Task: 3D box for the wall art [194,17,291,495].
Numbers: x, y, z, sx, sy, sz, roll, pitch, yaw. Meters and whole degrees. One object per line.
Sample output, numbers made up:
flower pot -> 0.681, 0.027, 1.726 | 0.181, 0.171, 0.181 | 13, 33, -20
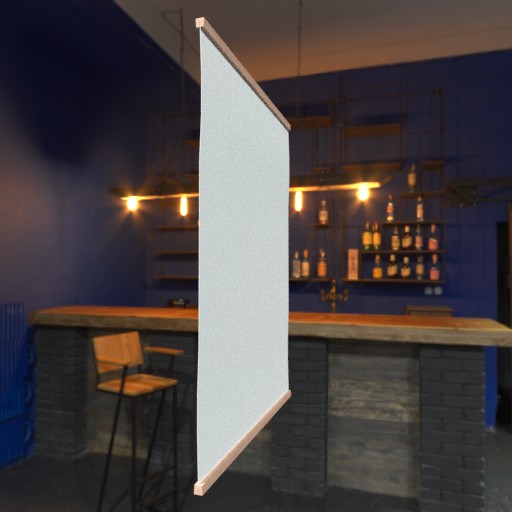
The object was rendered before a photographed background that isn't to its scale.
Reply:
wall art -> 0.000, 0.000, 1.294 | 0.020, 1.013, 0.758 | -1, -2, 18
